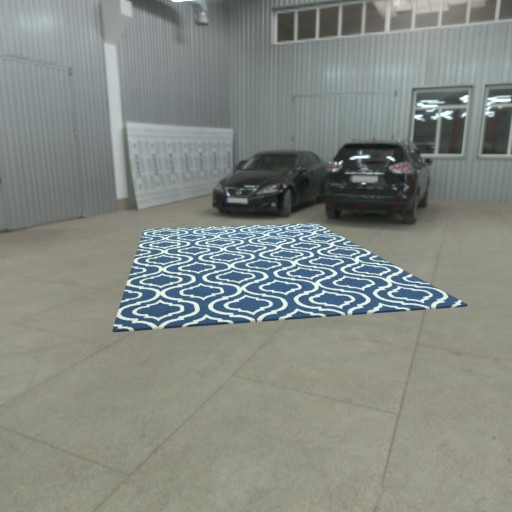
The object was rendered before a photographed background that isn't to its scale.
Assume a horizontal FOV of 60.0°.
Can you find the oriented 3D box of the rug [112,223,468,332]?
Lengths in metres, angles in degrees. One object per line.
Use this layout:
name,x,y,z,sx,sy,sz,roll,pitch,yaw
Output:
rug,0.000,0.000,2.849,1.524,0.010,2.134,-3,14,-10
